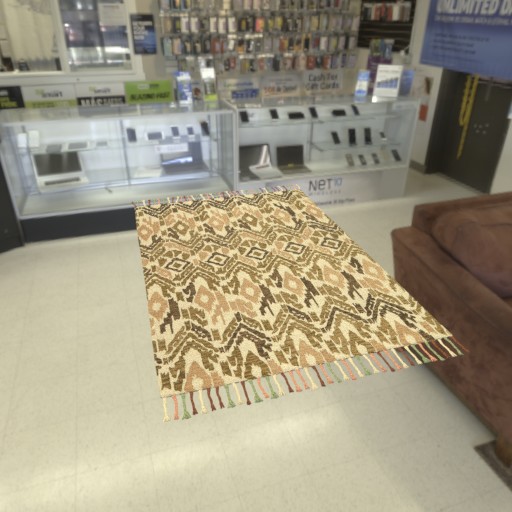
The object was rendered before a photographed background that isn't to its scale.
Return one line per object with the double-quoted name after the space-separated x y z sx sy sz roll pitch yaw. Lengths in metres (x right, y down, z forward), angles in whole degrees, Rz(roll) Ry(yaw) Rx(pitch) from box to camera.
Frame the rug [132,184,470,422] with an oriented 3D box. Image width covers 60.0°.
0.000 0.000 2.984 1.524 0.008 2.438 -8 30 -14 "rug"
